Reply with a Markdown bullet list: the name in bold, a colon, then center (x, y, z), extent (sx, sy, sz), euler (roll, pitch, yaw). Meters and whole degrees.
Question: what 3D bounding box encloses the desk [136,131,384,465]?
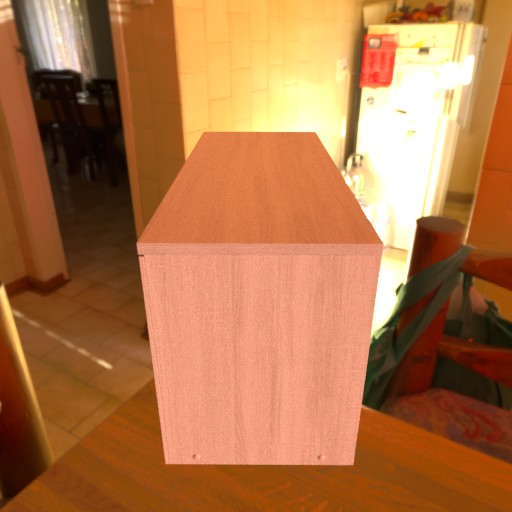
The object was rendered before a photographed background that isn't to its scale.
- **desk**: center (0.000, 0.000, 1.808), extent (0.600, 0.740, 1.390), euler (0, 26, 0)
